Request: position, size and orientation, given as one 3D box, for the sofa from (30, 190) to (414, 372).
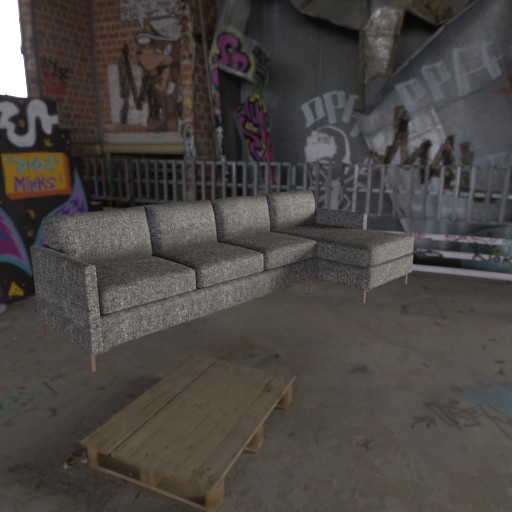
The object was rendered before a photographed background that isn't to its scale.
[{"bbox_3d":[0.000,0.000,4.080,1.488,0.970,3.384,13,19,43],"label":"sofa"}]
